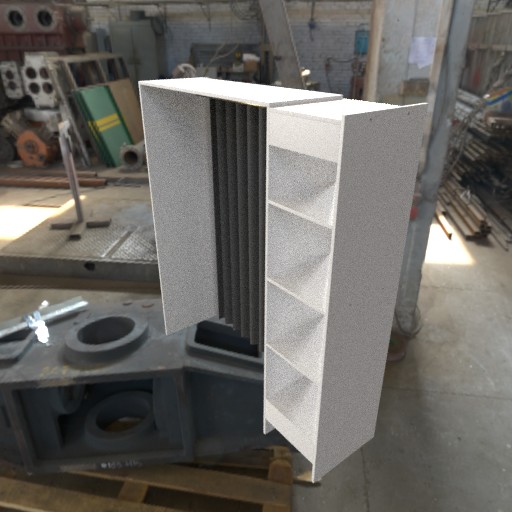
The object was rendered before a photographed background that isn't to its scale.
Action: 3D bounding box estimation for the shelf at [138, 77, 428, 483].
[{"bbox_3d":[0.000,0.000,2.562,0.500,1.810,1.600,-19,32,-33],"label":"shelf"}]
